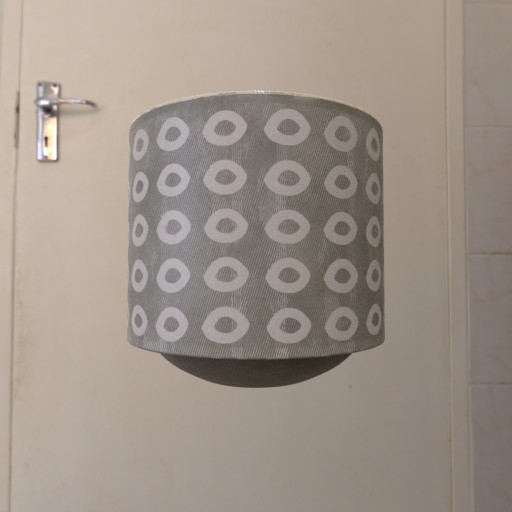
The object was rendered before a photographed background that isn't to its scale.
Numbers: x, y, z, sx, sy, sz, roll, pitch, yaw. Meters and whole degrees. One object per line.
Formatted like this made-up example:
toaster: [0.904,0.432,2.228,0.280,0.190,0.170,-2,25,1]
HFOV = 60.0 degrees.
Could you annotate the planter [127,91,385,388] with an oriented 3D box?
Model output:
planter: [0.000,0.000,0.342,0.190,0.181,0.190,0,-2,0]
